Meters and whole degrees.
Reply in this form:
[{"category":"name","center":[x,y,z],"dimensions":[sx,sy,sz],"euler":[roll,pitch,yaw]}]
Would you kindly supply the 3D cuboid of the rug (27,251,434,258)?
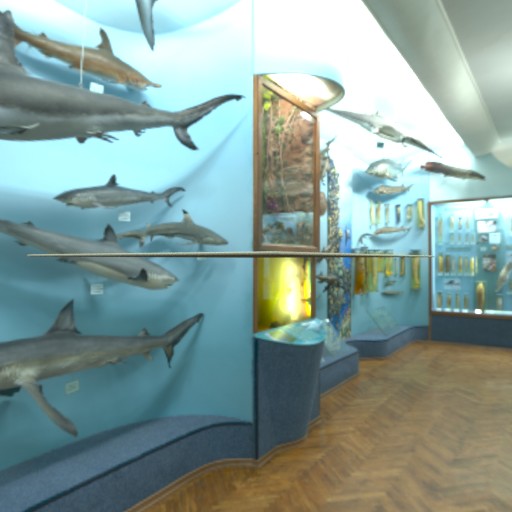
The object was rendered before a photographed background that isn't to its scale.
[{"category":"rug","center":[0.000,0.000,4.151],"dimensions":[2.462,0.018,3.039],"euler":[0,-1,35]}]
